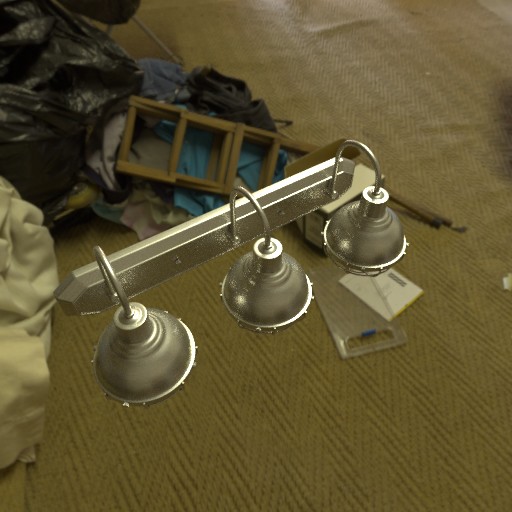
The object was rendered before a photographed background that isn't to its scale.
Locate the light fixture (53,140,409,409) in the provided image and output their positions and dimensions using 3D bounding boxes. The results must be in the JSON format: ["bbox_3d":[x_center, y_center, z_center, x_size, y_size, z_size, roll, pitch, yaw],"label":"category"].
[{"bbox_3d":[0.000,0.000,0.768,0.634,0.254,0.229,-26,54,-21],"label":"light fixture"}]
